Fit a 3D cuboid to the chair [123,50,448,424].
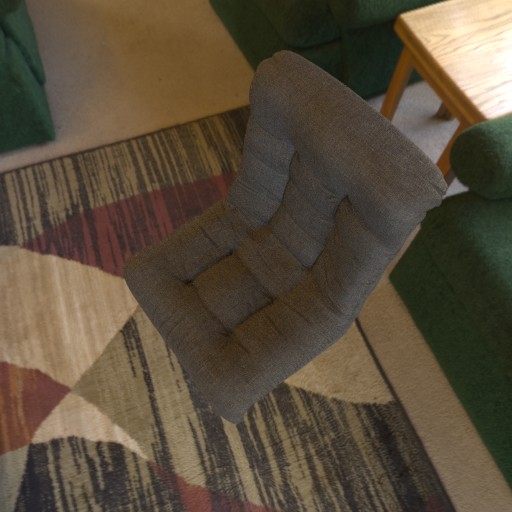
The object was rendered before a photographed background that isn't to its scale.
[{"bbox_3d":[0.000,0.000,1.236,0.668,0.749,0.597,-36,69,-16],"label":"chair"}]
